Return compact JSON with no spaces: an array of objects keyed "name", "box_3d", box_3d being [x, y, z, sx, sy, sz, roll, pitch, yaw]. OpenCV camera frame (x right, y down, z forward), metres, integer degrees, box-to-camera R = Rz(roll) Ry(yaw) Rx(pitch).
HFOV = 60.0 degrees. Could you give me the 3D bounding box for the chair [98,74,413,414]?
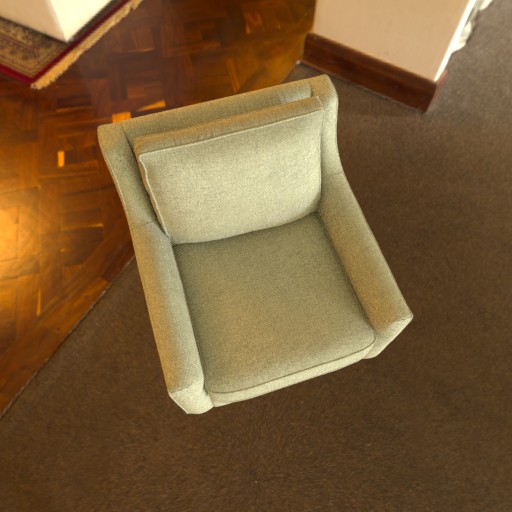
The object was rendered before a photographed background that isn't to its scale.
[{"name":"chair","box_3d":[0.000,0.000,1.627,0.838,0.864,0.918,-16,64,-8]}]
